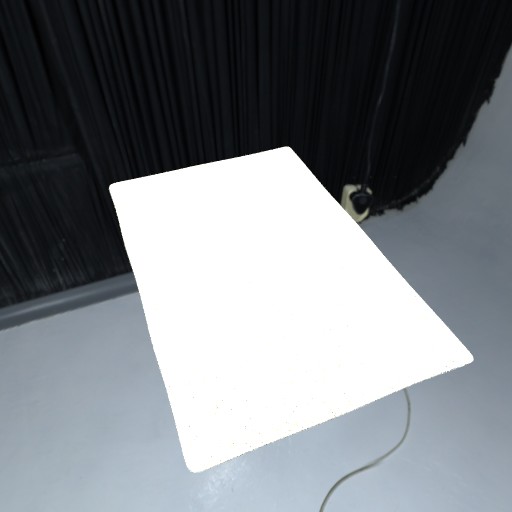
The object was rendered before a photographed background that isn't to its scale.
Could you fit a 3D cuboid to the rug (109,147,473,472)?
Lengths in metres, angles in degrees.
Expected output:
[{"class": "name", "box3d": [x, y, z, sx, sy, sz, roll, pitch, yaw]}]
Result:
[{"class": "rug", "box3d": [0.000, 0.000, 3.355, 1.798, 0.025, 2.698, -16, 46, -16]}]
